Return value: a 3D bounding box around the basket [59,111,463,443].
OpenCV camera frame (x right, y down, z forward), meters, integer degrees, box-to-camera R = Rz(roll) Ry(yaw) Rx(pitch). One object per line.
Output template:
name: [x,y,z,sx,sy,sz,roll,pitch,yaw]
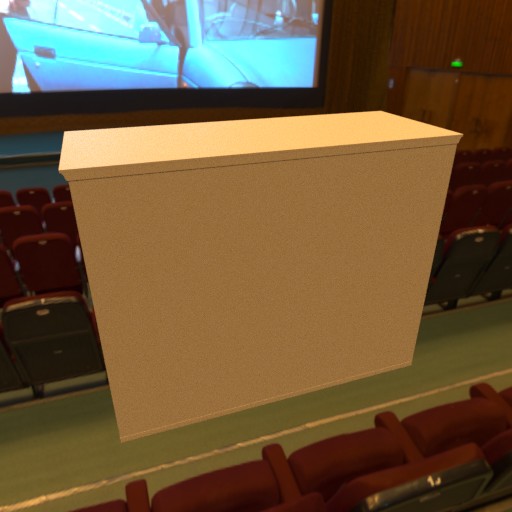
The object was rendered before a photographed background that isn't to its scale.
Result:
basket: [0.000,0.000,1.117,0.792,0.625,0.376,-9,29,-17]
